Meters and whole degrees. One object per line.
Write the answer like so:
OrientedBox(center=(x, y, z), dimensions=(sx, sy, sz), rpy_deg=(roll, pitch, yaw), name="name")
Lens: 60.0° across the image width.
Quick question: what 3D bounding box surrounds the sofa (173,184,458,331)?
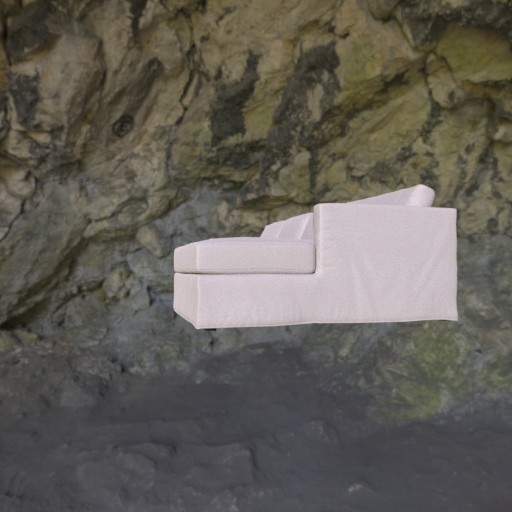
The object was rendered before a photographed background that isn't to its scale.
OrientedBox(center=(0.000, 0.000, 3.961), dimensions=(1.622, 0.871, 3.206), rpy_deg=(0, -2, -17), name="sofa")
